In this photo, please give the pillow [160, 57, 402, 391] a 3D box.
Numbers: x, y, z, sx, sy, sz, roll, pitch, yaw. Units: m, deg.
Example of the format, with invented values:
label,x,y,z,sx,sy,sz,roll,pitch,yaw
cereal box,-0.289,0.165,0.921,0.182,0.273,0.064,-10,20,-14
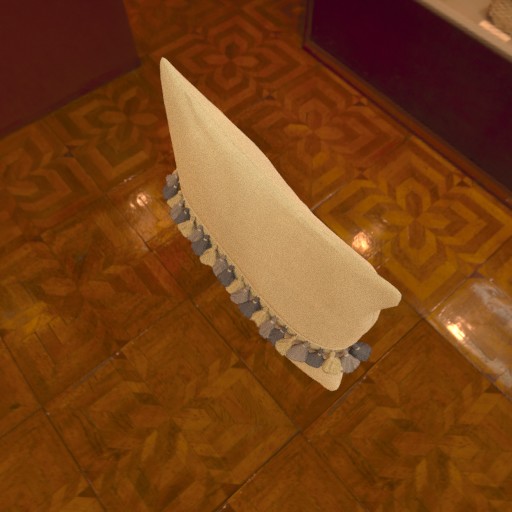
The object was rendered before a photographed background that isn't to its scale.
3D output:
label,x,y,z,sx,sy,sz,roll,pitch,yaw
pillow,0.000,0.000,0.753,0.165,0.481,0.489,-35,68,-16
